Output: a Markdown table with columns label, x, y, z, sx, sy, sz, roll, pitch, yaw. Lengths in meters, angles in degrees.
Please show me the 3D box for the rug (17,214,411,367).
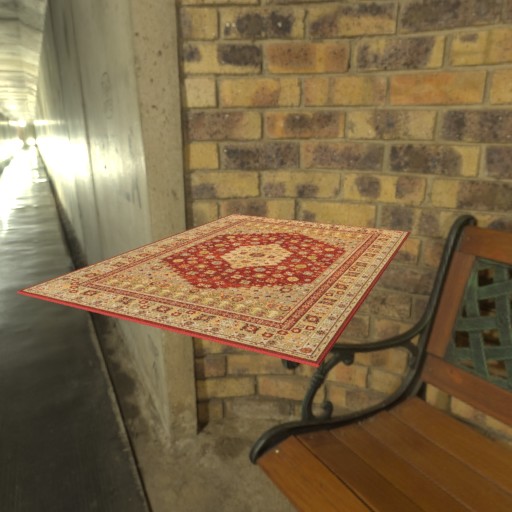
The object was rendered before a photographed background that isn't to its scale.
| label | x | y | z | sx | sy | sz | roll | pitch | yaw |
| --- | --- | --- | --- | --- | --- | --- | --- | --- | --- |
| rug | 0.000 | 0.000 | 2.845 | 1.593 | 0.013 | 2.211 | 8 | 19 | 25 |
